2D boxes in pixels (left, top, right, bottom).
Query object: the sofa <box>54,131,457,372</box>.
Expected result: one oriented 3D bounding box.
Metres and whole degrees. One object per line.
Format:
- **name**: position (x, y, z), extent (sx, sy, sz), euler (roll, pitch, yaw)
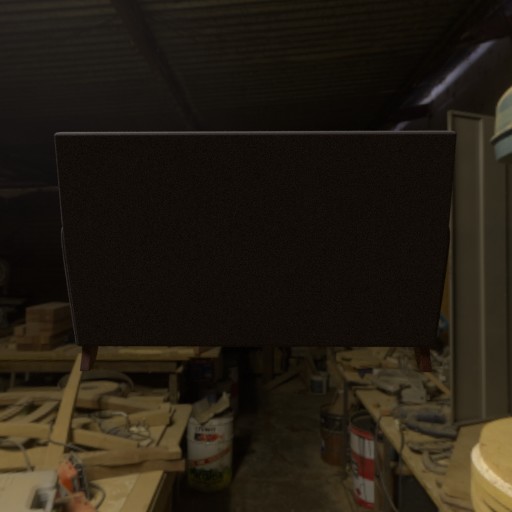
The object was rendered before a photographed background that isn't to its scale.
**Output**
- **sofa**: position (0.000, 0.000, 1.905), extent (1.420, 0.846, 0.871), euler (0, -1, 1)
